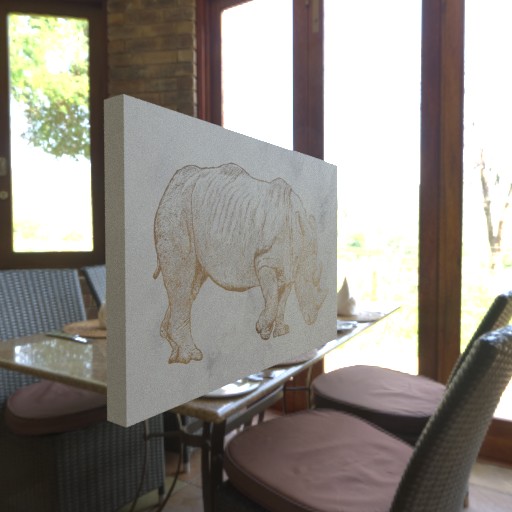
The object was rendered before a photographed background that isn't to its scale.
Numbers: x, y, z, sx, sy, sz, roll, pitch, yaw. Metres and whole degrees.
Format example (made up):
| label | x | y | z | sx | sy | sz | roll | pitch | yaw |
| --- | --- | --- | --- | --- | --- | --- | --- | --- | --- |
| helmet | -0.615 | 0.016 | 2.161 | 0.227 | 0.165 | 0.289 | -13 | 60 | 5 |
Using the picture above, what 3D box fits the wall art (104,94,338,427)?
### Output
| label | x | y | z | sx | sy | sz | roll | pitch | yaw |
| --- | --- | --- | --- | --- | --- | --- | --- | --- | --- |
| wall art | 0.000 | 0.000 | 0.800 | 0.038 | 0.407 | 0.609 | 1 | 2 | 35 |
